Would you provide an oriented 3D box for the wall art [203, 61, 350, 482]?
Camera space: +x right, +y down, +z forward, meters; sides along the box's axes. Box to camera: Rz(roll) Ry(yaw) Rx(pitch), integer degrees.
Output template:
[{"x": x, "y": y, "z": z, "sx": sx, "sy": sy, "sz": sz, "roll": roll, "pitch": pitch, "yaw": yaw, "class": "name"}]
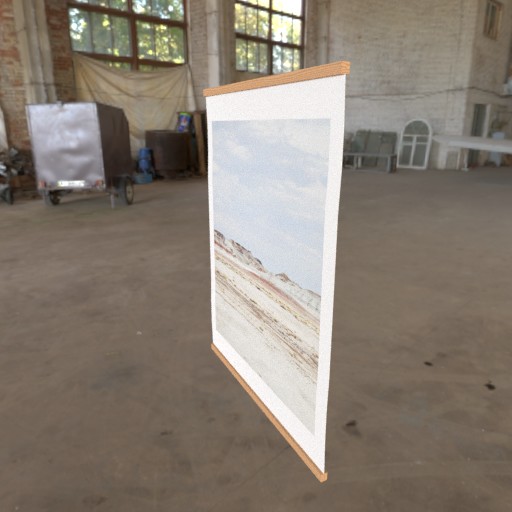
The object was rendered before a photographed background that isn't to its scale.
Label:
[{"x": 0.000, "y": 0.000, "z": 0.682, "sx": 0.010, "sy": 0.507, "sz": 0.404, "roll": -8, "pitch": 18, "yaw": -25, "class": "wall art"}]
